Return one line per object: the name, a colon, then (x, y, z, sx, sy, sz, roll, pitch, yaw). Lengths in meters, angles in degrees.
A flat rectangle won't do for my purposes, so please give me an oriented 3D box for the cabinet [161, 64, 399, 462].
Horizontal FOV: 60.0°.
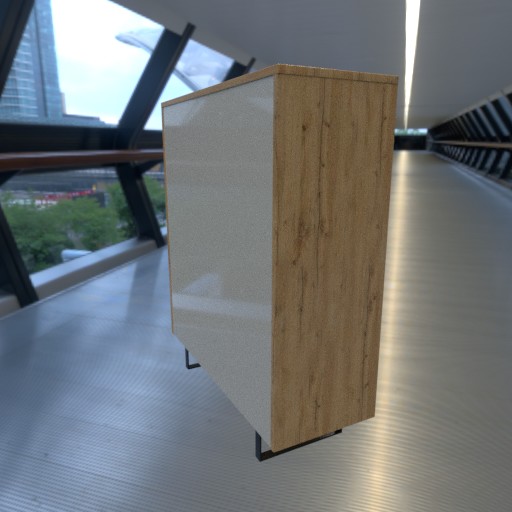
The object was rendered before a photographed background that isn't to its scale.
cabinet: (0.000, 0.000, 2.003, 0.473, 1.397, 1.168, -7, 15, -27)
